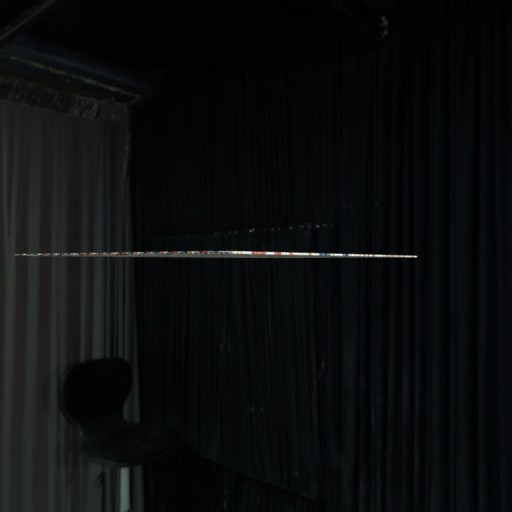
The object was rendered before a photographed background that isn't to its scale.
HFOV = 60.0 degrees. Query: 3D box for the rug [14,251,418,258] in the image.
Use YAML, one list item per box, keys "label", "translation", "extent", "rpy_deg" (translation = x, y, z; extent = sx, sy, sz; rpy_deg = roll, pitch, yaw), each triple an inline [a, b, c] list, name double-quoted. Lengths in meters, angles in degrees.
- label: "rug"
  translation: [0.000, 0.000, 3.112]
  extent: [1.523, 0.010, 2.584]
  rpy_deg: [0, -1, 36]
